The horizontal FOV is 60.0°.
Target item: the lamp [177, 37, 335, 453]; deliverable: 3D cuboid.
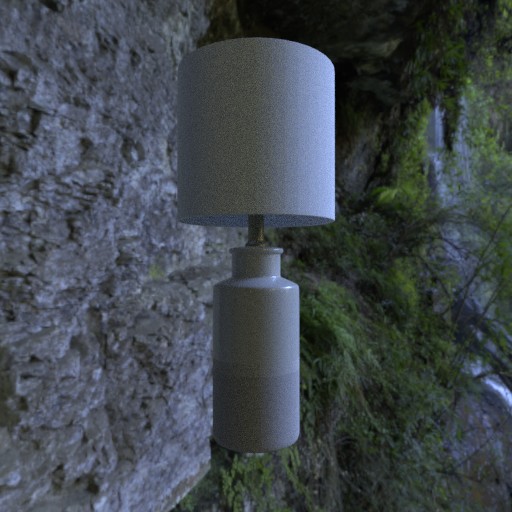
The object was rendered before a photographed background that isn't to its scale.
[{"bbox_3d":[0.000,0.000,0.605,0.212,0.493,0.212,0,0,18],"label":"lamp"}]
